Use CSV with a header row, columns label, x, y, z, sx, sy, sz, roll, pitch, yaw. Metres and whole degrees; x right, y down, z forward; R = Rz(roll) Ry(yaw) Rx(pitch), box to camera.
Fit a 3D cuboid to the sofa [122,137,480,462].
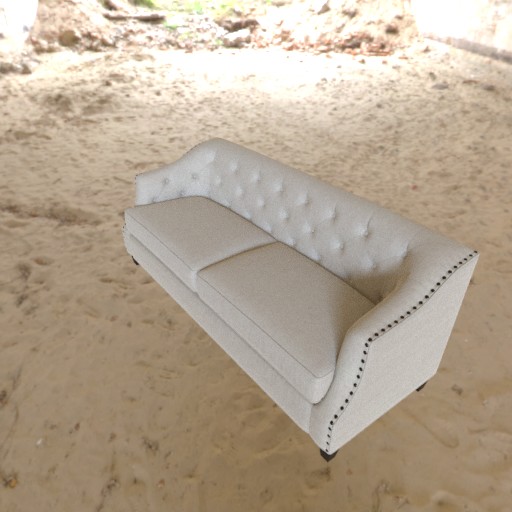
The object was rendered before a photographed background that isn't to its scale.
label,x,y,z,sx,sy,sz,roll,pitch,yaw
sofa,0.000,0.000,2.768,0.914,0.901,2.235,-22,38,-31
